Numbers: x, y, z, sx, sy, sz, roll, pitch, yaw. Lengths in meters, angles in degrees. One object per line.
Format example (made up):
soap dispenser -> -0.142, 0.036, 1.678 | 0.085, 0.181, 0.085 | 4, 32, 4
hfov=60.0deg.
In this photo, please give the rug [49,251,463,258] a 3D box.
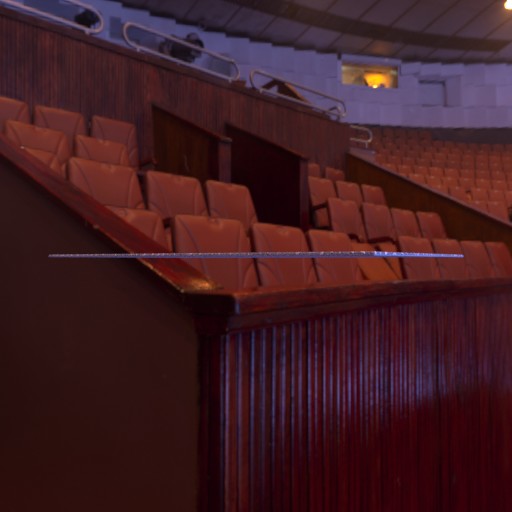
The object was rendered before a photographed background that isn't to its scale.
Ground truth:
rug -> 0.000, 0.000, 2.820 | 2.144, 0.015, 1.543 | 0, 0, 36
